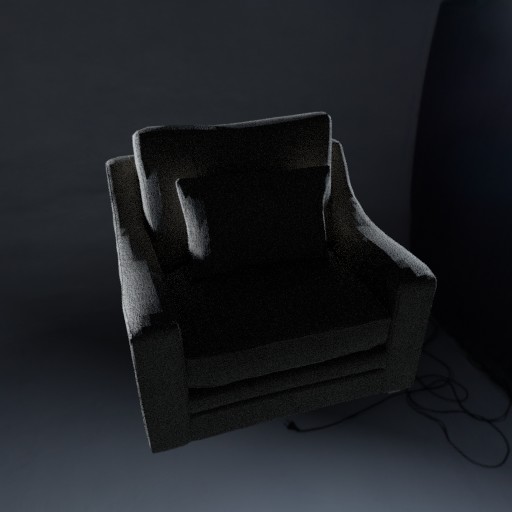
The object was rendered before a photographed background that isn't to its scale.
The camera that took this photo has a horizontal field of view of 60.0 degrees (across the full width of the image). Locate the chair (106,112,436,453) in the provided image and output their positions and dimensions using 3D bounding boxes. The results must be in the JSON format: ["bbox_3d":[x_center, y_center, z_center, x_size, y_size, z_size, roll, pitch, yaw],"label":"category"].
[{"bbox_3d":[0.000,0.000,1.918,1.138,1.037,1.009,-9,33,-14],"label":"chair"}]
